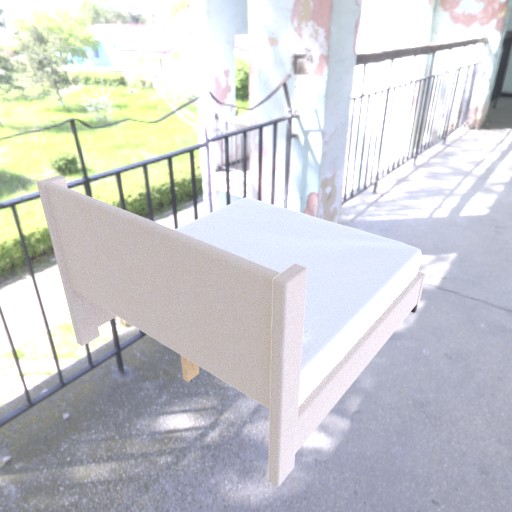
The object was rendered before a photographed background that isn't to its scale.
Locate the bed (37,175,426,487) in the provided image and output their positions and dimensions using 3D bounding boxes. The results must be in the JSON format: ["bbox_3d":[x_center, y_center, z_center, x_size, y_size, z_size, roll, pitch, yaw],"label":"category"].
[{"bbox_3d":[0.000,0.000,3.675,2.145,1.471,2.293,21,36,33],"label":"bed"}]
